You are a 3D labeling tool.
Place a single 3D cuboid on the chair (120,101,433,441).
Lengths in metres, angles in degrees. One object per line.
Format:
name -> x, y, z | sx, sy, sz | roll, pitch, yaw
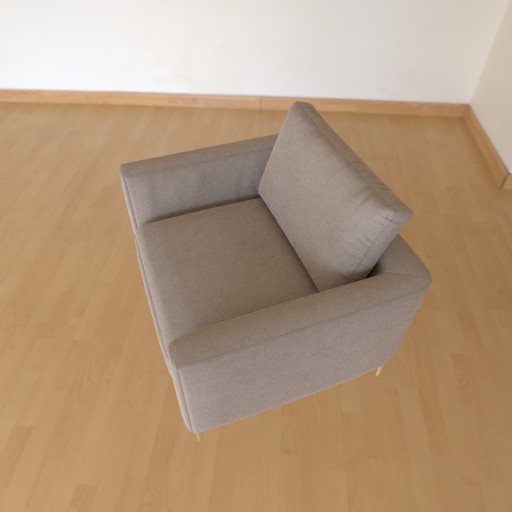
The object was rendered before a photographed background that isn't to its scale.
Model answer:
chair -> 0.000, 0.000, 1.757 | 0.889, 0.864, 1.041 | -15, 47, -14
